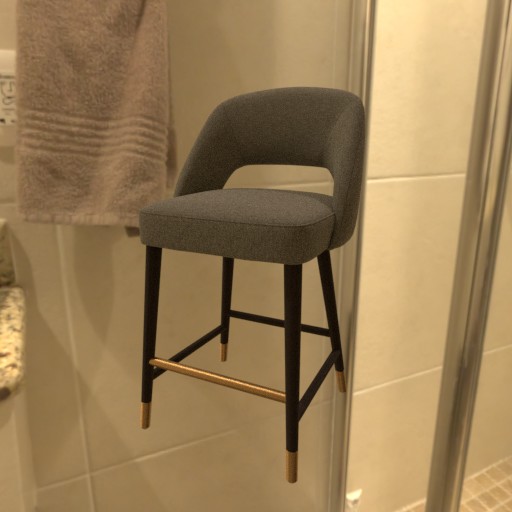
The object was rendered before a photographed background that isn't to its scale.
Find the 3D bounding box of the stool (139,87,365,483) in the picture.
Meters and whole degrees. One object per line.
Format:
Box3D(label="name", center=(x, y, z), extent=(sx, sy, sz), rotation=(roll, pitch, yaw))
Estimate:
Box3D(label="stool", center=(0.000, 0.000, 1.234), extent=(0.536, 0.925, 0.524), rotation=(8, 17, 26))
